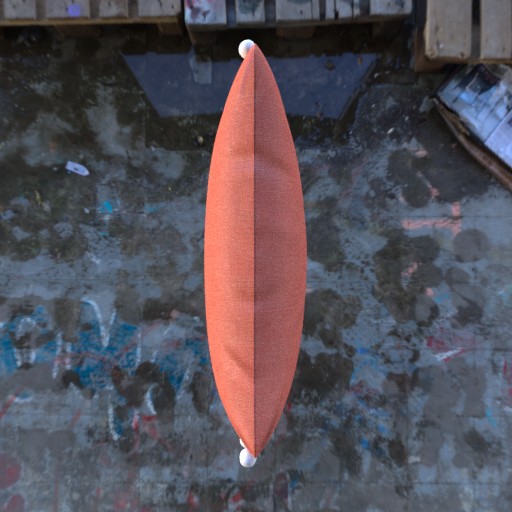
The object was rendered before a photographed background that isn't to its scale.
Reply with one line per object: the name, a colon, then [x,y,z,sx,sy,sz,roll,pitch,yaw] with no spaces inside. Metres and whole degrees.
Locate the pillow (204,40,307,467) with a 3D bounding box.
pillow: [0.000,0.000,0.849,0.201,0.322,0.709,0,89,-1]
